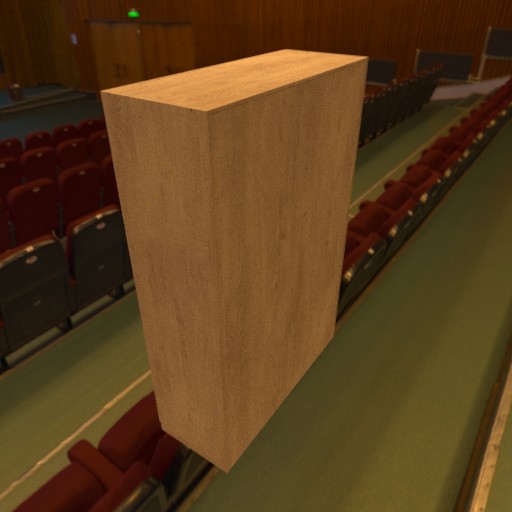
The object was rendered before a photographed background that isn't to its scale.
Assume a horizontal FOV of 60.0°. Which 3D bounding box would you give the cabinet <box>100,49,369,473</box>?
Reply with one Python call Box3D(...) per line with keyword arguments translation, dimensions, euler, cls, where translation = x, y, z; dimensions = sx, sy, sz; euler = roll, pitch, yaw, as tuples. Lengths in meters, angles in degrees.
Box3D(translation=(0.000, 0.000, 2.442), dimensions=(0.510, 1.910, 1.290), euler=(20, 38, 28), cls="cabinet")
